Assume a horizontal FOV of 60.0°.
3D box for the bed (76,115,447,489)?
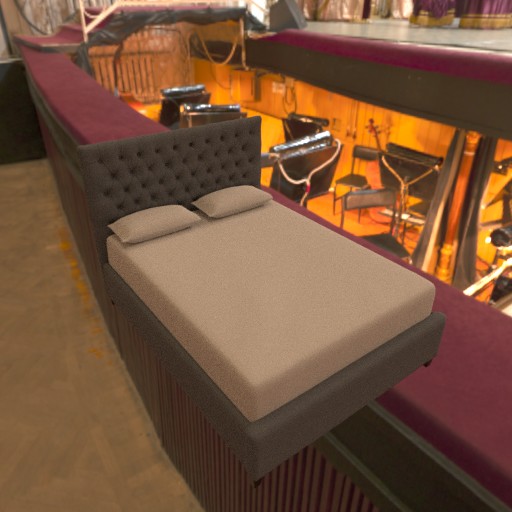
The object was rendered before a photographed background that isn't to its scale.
[{"bbox_3d":[0.000,0.000,3.279,1.698,1.427,2.231,-20,36,-31],"label":"bed"}]
